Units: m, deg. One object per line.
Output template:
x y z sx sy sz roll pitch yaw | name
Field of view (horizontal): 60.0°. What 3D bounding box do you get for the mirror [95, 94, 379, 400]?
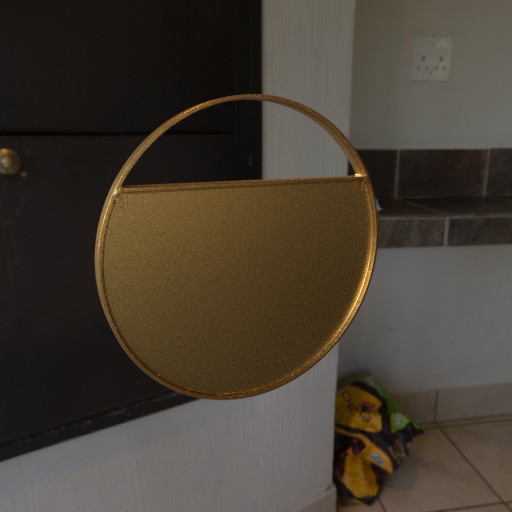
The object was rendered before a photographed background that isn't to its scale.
0.000 0.000 0.825 0.565 0.565 0.032 -7 16 -26 | mirror
